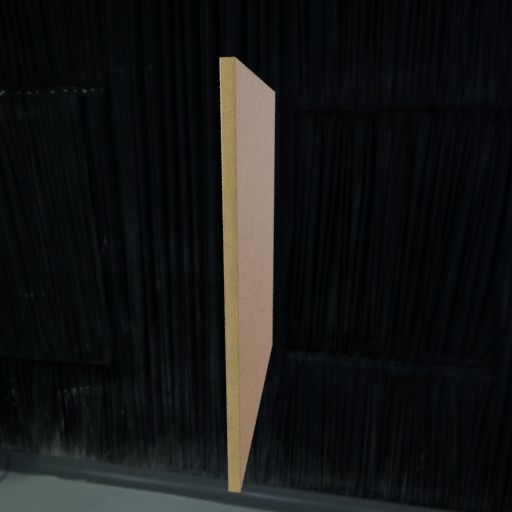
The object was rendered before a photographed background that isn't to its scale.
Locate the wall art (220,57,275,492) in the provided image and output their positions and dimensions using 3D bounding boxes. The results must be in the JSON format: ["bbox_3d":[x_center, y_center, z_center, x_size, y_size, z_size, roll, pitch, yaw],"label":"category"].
[{"bbox_3d":[0.000,0.000,1.351,0.030,1.002,0.798,2,16,7],"label":"wall art"}]
